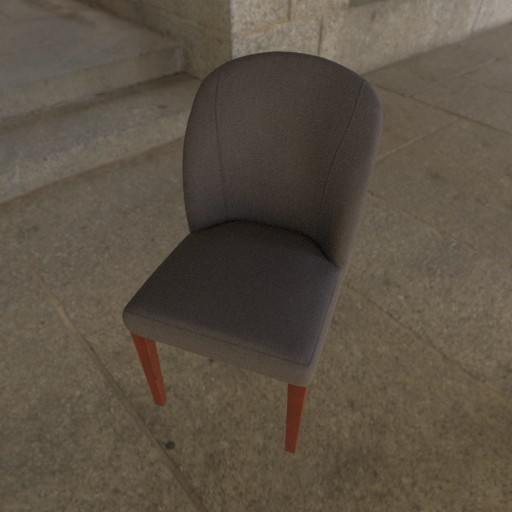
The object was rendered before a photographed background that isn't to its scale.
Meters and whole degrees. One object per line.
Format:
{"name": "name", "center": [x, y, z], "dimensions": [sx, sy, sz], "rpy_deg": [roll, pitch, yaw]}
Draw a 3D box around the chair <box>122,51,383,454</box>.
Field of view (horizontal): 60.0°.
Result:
{"name": "chair", "center": [0.000, 0.000, 1.209], "dimensions": [0.506, 0.879, 0.619], "rpy_deg": [14, 44, 15]}
